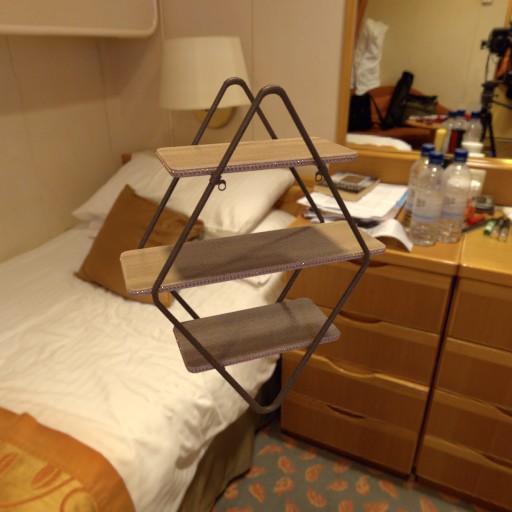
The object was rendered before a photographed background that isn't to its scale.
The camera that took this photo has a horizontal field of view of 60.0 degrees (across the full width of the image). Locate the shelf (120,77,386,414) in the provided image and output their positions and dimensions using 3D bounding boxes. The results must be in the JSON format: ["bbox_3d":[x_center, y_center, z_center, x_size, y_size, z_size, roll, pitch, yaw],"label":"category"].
[{"bbox_3d":[0.000,0.000,1.048,0.609,0.774,0.234,-9,27,-18],"label":"shelf"}]
